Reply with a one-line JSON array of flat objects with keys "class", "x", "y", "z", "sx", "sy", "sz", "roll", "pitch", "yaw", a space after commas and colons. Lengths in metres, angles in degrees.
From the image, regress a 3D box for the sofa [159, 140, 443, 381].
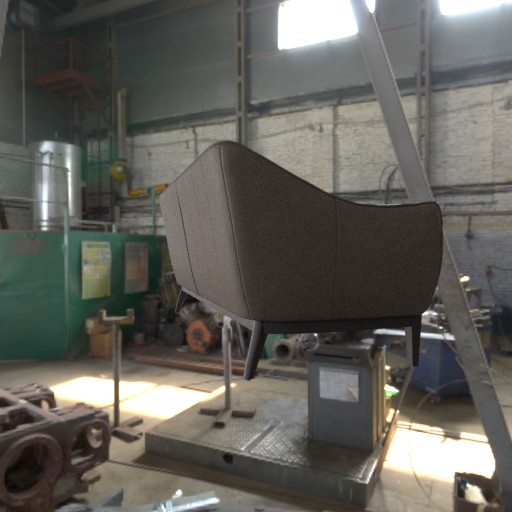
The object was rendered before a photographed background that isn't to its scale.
[{"class": "sofa", "x": 0.000, "y": 0.000, "z": 2.412, "sx": 0.869, "sy": 0.831, "sz": 1.928, "roll": 0, "pitch": 1, "yaw": -19}]
